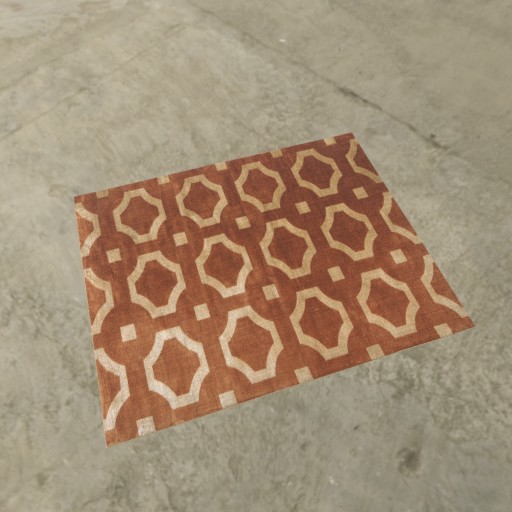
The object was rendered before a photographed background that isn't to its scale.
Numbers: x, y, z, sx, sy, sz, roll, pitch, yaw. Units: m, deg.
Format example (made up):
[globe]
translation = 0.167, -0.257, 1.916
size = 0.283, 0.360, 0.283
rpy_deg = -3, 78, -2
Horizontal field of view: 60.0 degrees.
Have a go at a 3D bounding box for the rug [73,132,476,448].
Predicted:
[rug]
translation = 0.000, 0.000, 4.059
size = 3.049, 0.021, 2.466
rpy_deg = -15, 59, -10
